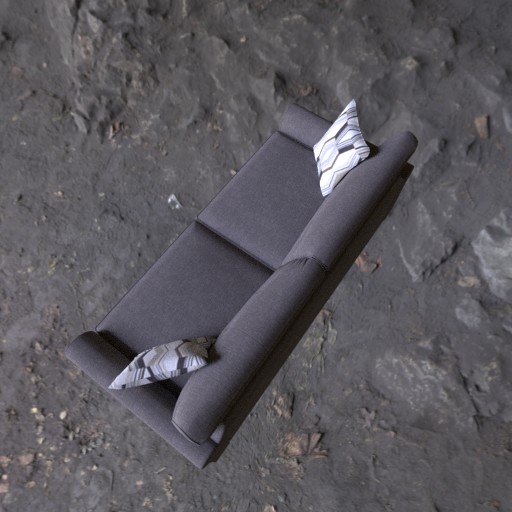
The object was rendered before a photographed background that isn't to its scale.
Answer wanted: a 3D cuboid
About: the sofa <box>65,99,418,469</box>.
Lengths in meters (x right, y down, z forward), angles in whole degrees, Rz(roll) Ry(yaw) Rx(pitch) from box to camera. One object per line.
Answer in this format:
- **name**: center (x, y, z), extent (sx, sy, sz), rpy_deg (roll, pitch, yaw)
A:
- **sofa**: center (0.000, 0.000, 2.481), extent (0.889, 0.813, 2.032), rpy_deg (33, 68, 15)
